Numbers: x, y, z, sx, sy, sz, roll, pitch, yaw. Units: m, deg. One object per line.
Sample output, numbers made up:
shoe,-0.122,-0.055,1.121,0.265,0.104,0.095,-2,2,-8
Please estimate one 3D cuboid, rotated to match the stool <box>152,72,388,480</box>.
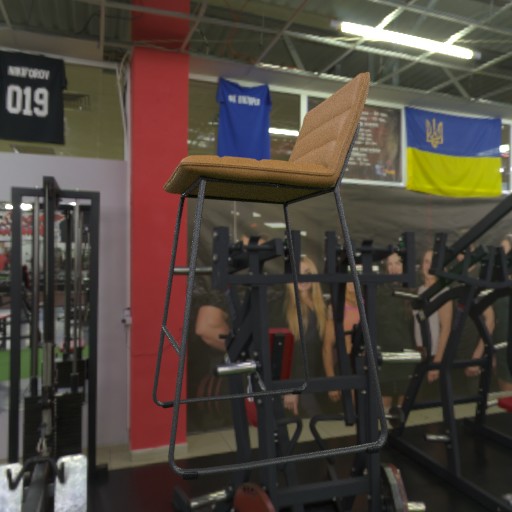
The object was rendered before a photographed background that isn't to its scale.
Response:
stool,0.000,0.000,1.217,0.524,0.936,0.489,0,0,-17
